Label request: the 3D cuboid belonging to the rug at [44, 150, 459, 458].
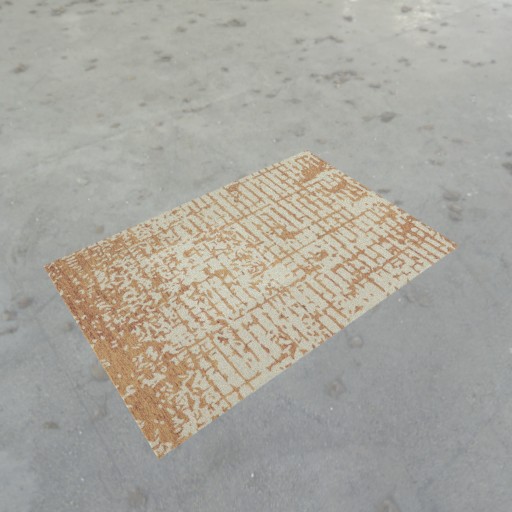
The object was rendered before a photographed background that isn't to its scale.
[{"bbox_3d":[0.000,0.000,2.339,1.829,0.011,1.219,-29,52,-26],"label":"rug"}]
